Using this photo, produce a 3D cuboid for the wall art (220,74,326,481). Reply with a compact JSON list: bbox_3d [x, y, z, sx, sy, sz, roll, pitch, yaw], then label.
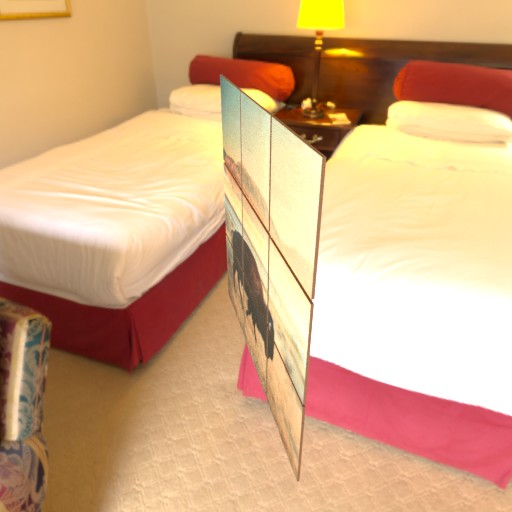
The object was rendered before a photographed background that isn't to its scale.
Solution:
[{"bbox_3d":[0.000,0.000,2.285,0.019,1.532,1.533,-8,32,-13],"label":"wall art"}]
